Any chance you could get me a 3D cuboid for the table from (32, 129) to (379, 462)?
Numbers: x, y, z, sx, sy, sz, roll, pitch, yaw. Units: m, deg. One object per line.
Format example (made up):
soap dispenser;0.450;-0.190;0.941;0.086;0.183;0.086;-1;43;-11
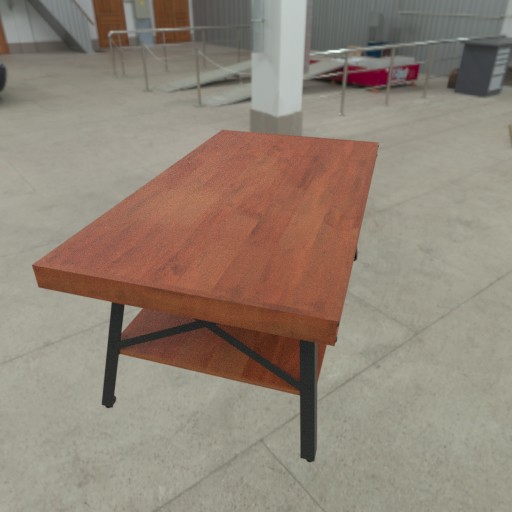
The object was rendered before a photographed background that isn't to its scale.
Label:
table;0.000;0.000;1.359;0.610;0.457;1.067;9;32;15
